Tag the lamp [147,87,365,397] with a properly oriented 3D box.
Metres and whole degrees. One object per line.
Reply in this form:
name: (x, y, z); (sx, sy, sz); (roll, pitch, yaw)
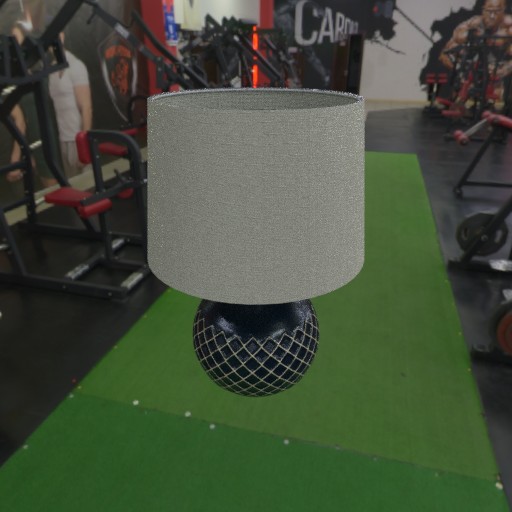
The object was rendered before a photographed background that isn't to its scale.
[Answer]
lamp: (0.000, 0.000, 0.793); (0.376, 0.540, 0.376); (0, 25, 0)
